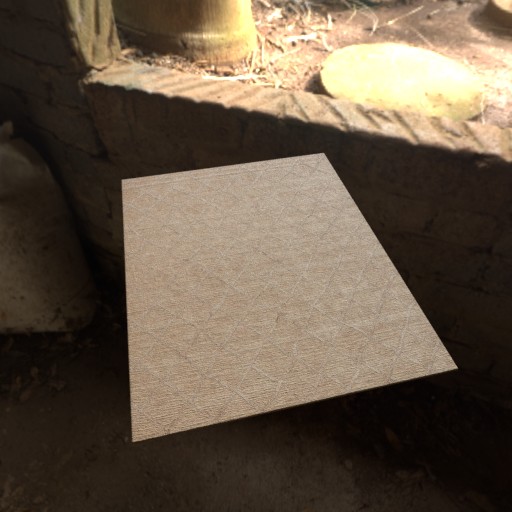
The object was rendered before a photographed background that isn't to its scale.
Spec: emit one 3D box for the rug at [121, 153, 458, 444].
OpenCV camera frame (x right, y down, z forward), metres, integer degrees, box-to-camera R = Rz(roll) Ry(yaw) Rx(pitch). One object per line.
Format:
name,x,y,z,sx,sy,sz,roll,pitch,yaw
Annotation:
rug,0.000,0.000,4.188,2.420,0.019,3.039,-10,46,-9
